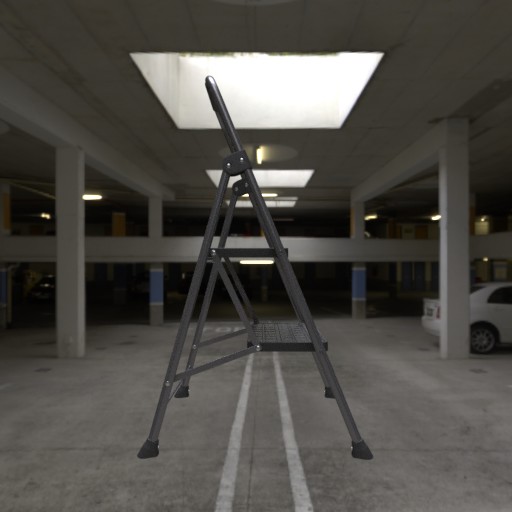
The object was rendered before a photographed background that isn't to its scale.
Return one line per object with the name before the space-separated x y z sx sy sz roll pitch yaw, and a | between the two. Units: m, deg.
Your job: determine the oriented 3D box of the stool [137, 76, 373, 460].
stool | 0.000 0.000 1.174 0.514 0.872 0.450 0 0 1
